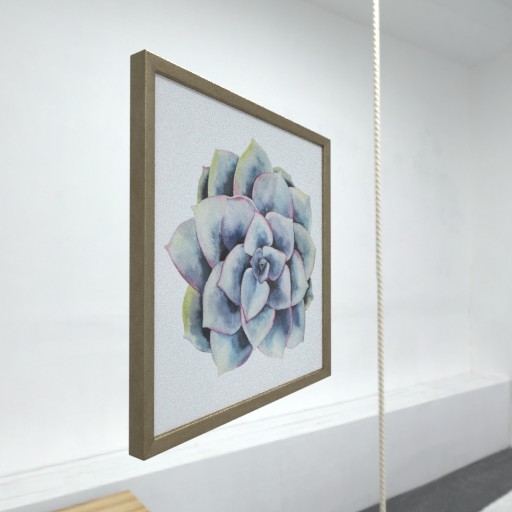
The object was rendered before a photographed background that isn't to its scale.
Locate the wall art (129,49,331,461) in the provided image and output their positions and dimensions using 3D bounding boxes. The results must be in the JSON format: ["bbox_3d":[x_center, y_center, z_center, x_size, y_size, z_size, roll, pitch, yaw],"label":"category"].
[{"bbox_3d":[0.000,0.000,0.755,0.030,0.506,0.503,-1,-1,36],"label":"wall art"}]
